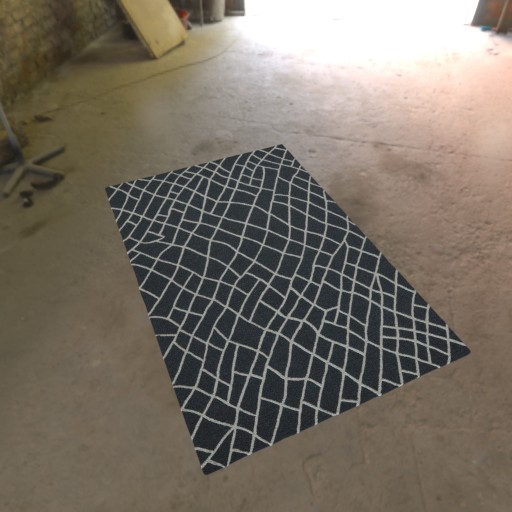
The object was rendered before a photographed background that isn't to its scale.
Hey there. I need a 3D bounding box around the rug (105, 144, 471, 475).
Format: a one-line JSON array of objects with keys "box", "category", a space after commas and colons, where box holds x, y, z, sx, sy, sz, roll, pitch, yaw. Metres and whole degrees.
[{"box": [0.000, 0.000, 2.315, 1.223, 0.013, 1.830, -18, 48, -17], "category": "rug"}]
